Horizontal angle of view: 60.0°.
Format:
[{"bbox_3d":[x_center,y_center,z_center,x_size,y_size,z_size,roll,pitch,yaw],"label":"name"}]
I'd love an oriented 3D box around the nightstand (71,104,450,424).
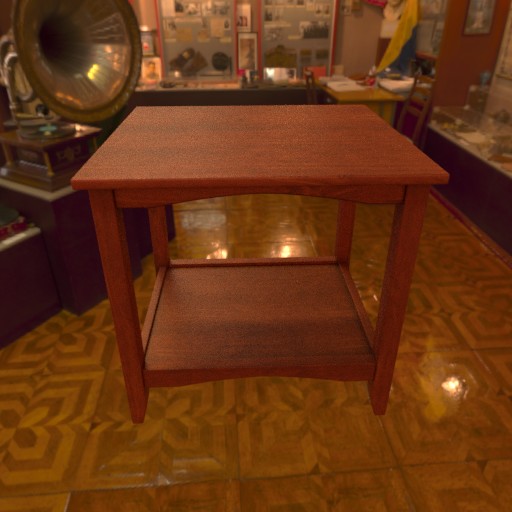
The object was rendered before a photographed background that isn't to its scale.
[{"bbox_3d":[0.000,0.000,1.005,0.558,0.558,0.501,-1,30,-2],"label":"nightstand"}]
